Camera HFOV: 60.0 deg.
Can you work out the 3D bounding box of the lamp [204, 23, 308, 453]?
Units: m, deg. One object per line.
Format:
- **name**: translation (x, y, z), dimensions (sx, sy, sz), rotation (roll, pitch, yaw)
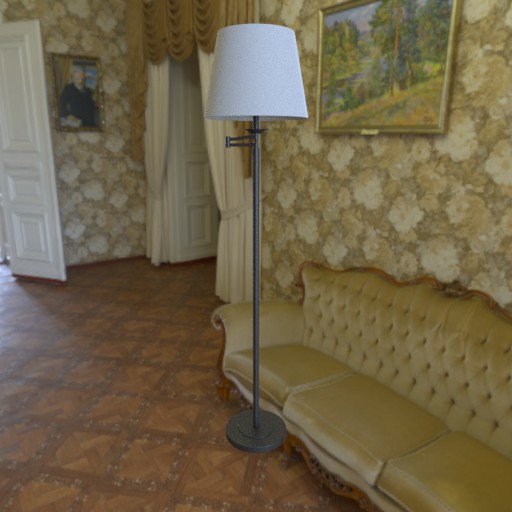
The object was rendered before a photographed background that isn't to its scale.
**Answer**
- **lamp**: translation (0.000, 0.000, 1.605), dimensions (0.348, 1.473, 0.348), rotation (2, 15, 8)
